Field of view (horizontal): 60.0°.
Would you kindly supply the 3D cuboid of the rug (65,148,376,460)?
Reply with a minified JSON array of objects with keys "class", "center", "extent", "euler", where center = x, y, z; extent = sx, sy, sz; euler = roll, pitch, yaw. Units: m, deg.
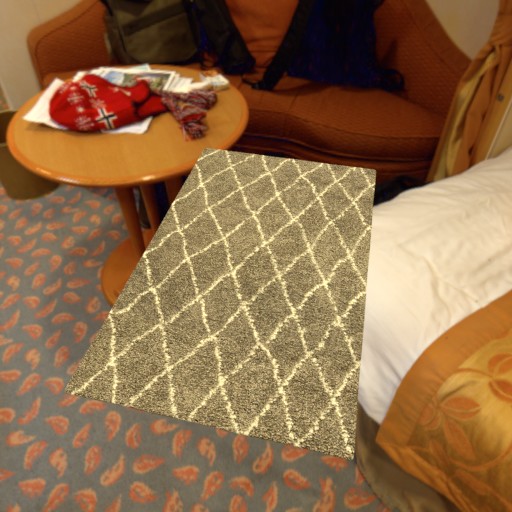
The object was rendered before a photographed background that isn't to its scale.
[{"class":"rug","center":[0.000,0.000,3.057],"extent":[1.524,0.030,2.438],"euler":[10,46,9]}]
